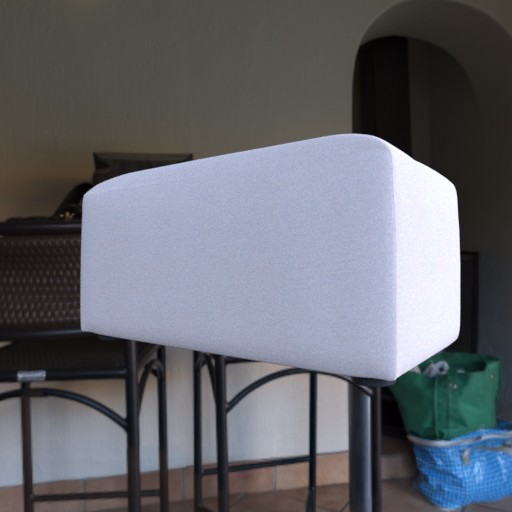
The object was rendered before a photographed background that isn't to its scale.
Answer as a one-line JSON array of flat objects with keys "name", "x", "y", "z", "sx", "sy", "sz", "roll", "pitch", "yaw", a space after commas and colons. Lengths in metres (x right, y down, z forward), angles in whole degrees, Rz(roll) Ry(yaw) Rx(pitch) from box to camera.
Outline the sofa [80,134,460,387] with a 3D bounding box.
[{"name": "sofa", "x": 0.000, "y": 0.000, "z": 1.189, "sx": 0.930, "sy": 0.470, "sz": 0.480, "roll": 0, "pitch": -1, "yaw": 37}]
